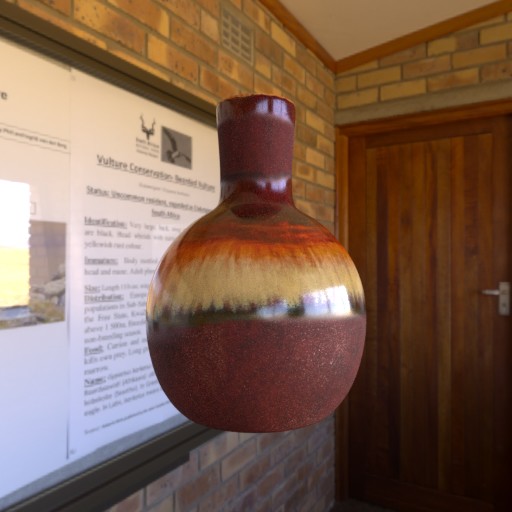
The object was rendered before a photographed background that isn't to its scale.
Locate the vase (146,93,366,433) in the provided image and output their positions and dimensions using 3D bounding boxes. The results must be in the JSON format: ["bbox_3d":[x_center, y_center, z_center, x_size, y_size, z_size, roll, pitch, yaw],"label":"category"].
[{"bbox_3d":[0.000,0.000,0.229,0.111,0.154,0.111,0,0,0],"label":"vase"}]
